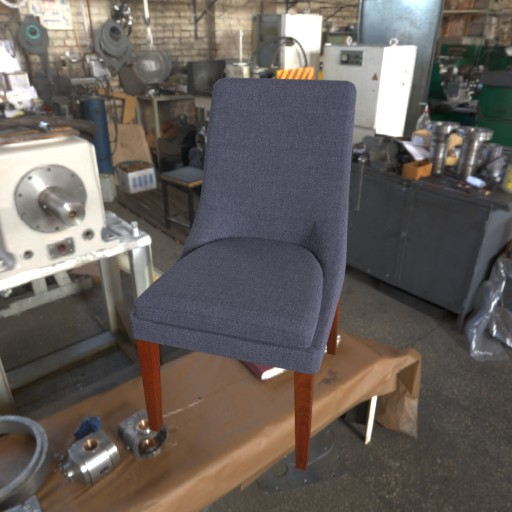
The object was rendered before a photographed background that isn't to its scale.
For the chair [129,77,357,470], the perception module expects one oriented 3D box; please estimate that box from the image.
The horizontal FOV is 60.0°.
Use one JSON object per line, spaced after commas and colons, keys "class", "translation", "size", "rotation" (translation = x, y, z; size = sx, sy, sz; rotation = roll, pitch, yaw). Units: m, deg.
{"class": "chair", "translation": [0.000, 0.000, 1.337], "size": [0.508, 0.952, 0.655], "rotation": [8, 27, 15]}
